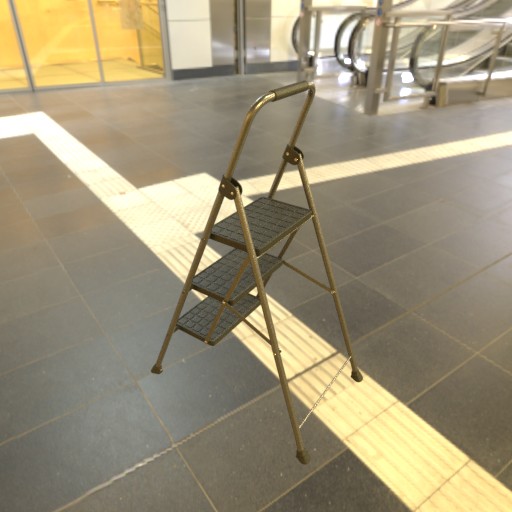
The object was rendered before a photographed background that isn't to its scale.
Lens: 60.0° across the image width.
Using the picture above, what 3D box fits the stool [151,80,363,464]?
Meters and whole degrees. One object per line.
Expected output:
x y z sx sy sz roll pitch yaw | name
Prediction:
0.000 0.000 1.502 0.733 1.121 0.473 20 37 29 | stool
